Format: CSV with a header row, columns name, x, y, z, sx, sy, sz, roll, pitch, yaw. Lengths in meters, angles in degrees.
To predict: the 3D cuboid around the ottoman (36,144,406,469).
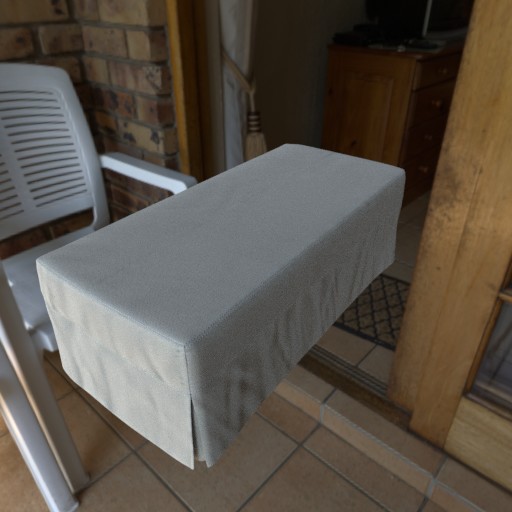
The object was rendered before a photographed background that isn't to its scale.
name,x,y,z,sx,sy,sz,roll,pitch,yaw
ottoman,0.000,0.000,1.685,0.665,0.457,1.388,21,38,30
